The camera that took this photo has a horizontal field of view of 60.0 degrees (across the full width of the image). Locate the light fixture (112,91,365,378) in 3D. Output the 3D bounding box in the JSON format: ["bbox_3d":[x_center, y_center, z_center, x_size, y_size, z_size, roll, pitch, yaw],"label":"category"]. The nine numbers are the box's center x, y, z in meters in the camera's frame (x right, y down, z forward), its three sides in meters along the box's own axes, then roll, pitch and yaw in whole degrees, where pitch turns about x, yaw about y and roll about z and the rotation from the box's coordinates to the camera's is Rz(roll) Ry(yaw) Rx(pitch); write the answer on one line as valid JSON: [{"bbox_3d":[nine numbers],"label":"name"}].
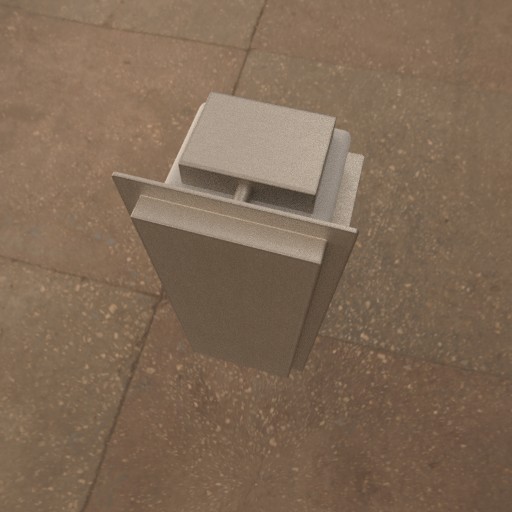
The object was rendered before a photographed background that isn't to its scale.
[{"bbox_3d":[0.000,0.000,0.483,0.168,0.380,0.160,14,64,7],"label":"light fixture"}]
